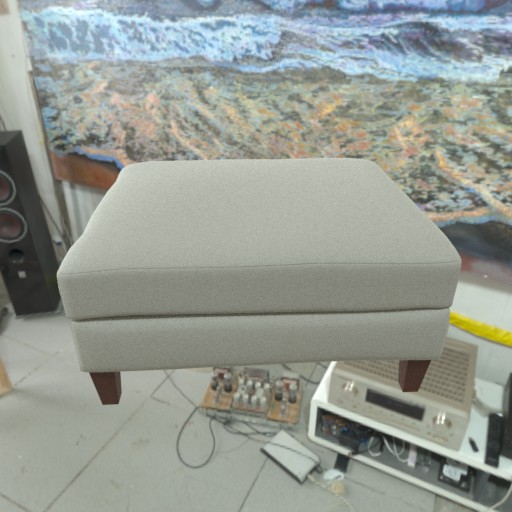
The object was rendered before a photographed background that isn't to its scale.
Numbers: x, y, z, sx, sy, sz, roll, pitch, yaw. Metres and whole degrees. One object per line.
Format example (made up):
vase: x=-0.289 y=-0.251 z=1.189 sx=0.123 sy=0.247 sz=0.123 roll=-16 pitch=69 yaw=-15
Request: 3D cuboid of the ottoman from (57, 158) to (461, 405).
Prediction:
ottoman: x=0.000 y=0.000 z=1.465 sx=0.976 sy=0.492 sz=0.836 roll=-2 pitch=29 yaw=-3
